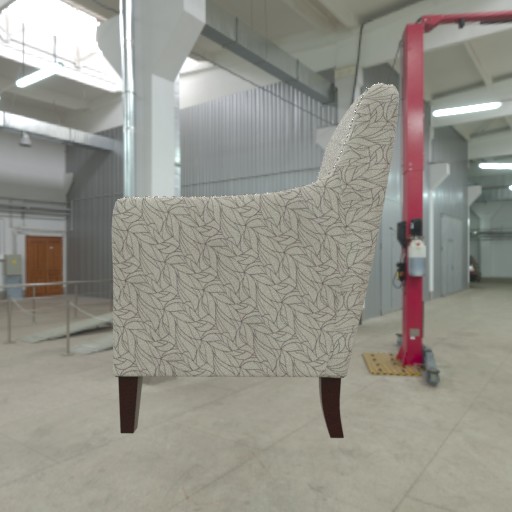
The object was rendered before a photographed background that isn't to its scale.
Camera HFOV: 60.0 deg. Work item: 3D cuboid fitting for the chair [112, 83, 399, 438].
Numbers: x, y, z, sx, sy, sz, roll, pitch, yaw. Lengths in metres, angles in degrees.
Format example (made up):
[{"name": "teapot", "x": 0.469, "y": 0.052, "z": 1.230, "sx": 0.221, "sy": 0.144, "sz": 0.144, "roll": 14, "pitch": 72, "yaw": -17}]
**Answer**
[{"name": "chair", "x": 0.000, "y": 0.000, "z": 1.298, "sx": 0.651, "sy": 0.816, "sz": 0.623, "roll": 0, "pitch": 0, "yaw": 1}]
